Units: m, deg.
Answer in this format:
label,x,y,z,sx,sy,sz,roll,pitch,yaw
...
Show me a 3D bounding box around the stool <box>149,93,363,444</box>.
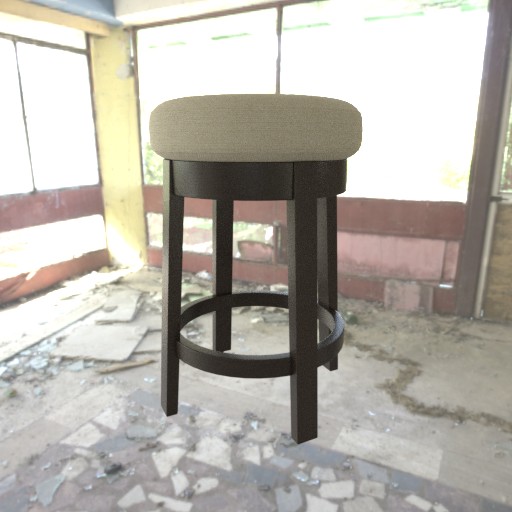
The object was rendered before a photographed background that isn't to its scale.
label,x,y,z,sx,sy,sz,roll,pitch,yaw
stool,0.000,0.000,0.978,0.449,0.655,0.449,0,15,0
